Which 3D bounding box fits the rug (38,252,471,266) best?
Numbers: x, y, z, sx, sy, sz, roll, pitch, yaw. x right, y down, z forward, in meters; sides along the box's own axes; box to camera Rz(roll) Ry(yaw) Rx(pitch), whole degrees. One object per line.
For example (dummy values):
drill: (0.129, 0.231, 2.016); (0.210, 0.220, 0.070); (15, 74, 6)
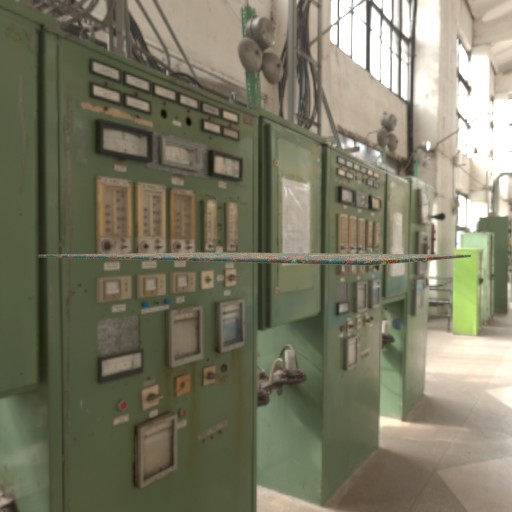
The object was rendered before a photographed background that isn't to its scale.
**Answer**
rug: (0.000, 0.000, 4.103); (3.204, 0.025, 2.434); (1, 1, 36)
